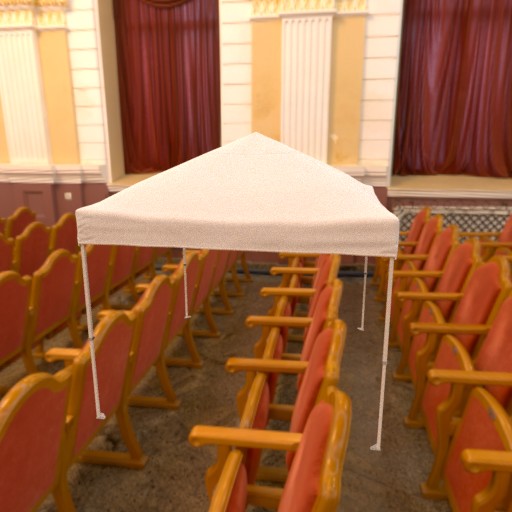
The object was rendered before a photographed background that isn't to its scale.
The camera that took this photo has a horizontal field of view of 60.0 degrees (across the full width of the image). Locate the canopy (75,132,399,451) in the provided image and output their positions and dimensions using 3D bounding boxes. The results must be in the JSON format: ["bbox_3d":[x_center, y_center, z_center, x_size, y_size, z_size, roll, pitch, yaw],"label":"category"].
[{"bbox_3d":[0.000,0.000,5.561,2.996,2.997,2.998,3,14,10],"label":"canopy"}]
